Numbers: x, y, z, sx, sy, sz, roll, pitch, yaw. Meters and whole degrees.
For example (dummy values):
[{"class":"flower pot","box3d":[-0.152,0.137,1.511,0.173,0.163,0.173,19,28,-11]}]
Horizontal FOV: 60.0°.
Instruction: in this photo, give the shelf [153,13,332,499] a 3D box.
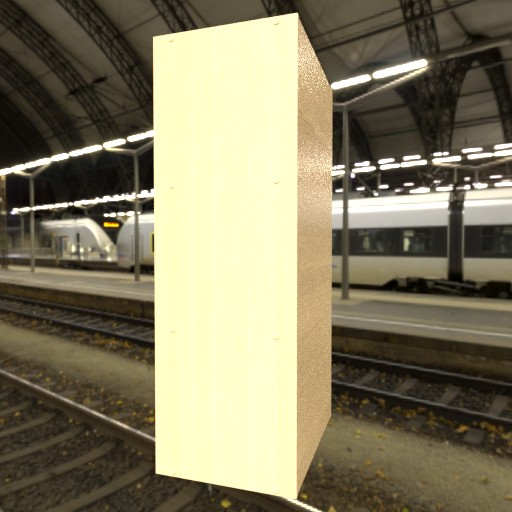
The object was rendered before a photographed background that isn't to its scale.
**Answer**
[{"class":"shelf","box3d":[0.000,0.000,1.041,0.292,0.876,0.417,0,2,18]}]
